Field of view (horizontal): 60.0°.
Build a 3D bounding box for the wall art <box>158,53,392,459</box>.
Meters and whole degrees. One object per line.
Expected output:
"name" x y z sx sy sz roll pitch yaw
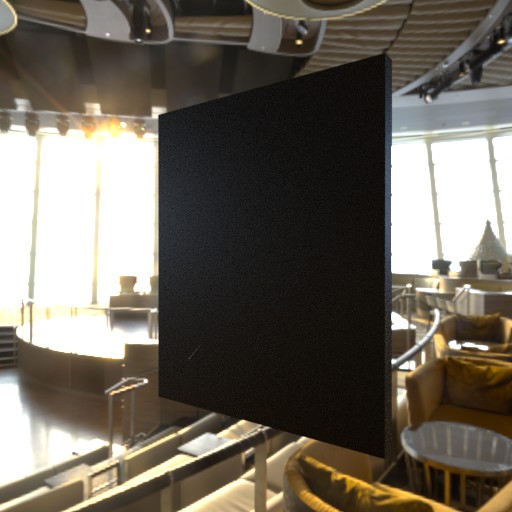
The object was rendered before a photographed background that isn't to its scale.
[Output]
"wall art" 0.000 0.000 0.753 0.457 0.557 0.028 0 0 36
